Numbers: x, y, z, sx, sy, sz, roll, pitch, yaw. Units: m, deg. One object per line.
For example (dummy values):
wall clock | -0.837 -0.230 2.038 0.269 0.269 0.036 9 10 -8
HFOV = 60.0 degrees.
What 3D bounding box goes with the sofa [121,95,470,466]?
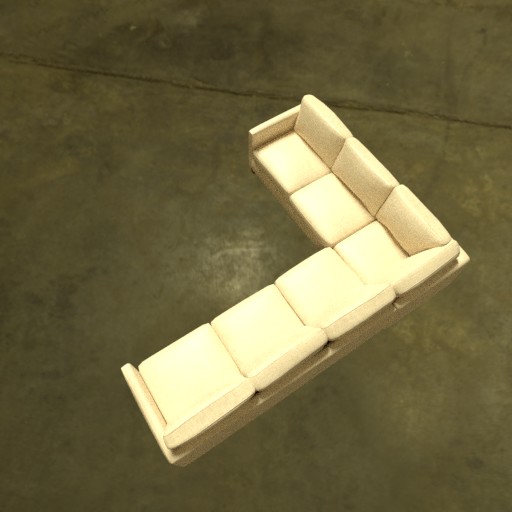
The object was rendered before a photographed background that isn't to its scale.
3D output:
sofa | 0.000 0.000 4.530 3.302 0.947 2.593 -30 67 -15
